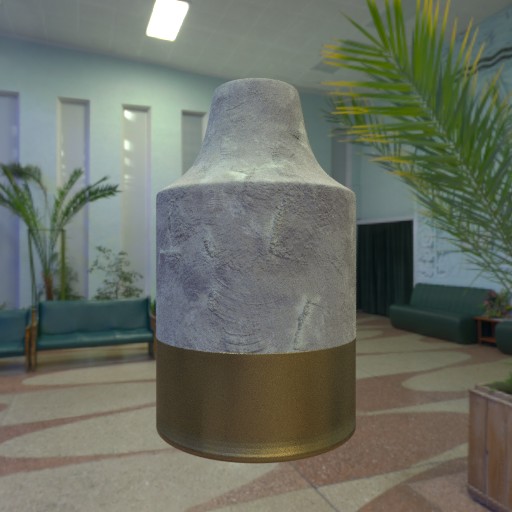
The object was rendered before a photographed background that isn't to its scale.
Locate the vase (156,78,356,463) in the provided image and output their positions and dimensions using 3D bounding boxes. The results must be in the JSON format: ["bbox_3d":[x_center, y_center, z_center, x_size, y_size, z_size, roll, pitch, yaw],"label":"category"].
[{"bbox_3d":[0.000,0.000,0.417,0.184,0.305,0.184,0,0,0],"label":"vase"}]
